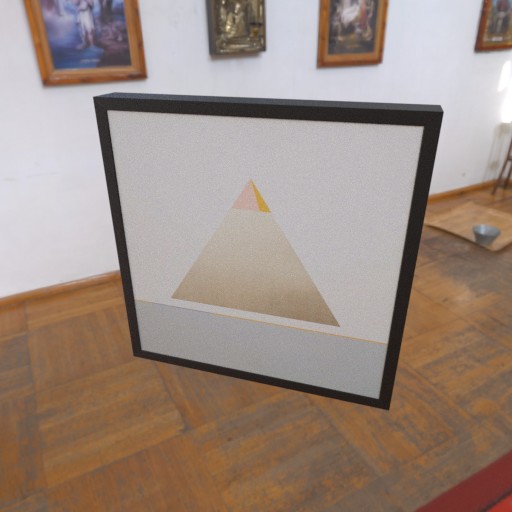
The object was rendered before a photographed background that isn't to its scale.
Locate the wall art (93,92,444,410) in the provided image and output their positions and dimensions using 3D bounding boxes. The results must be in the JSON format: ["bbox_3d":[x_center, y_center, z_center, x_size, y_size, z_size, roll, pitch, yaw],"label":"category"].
[{"bbox_3d":[0.000,0.000,0.454,0.304,0.303,0.037,8,28,15],"label":"wall art"}]
